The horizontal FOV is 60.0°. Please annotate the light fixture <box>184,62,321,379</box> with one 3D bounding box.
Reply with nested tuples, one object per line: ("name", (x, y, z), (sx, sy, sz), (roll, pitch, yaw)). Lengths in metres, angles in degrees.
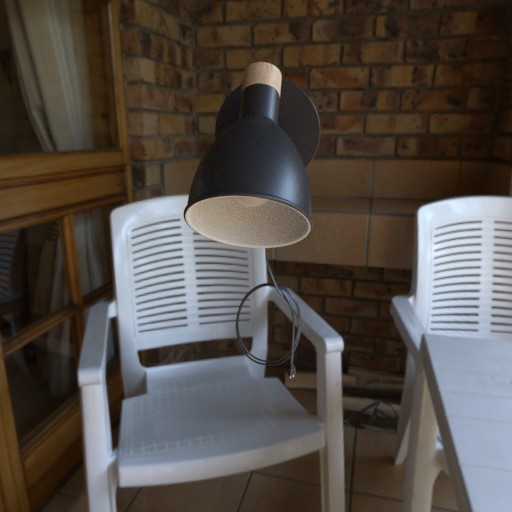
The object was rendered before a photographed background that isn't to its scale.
("light fixture", (0.000, 0.000, 0.486), (0.127, 0.401, 0.203), (2, 16, 8))
